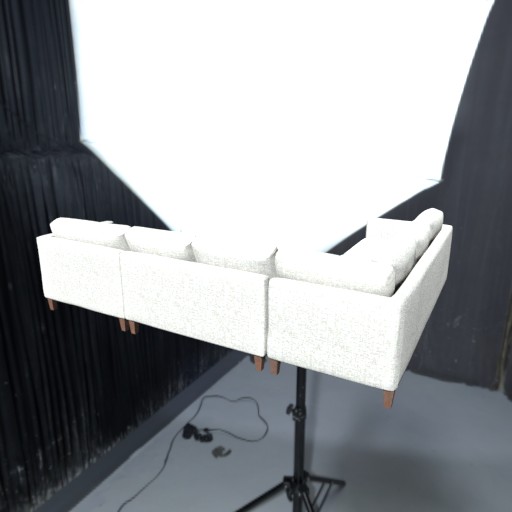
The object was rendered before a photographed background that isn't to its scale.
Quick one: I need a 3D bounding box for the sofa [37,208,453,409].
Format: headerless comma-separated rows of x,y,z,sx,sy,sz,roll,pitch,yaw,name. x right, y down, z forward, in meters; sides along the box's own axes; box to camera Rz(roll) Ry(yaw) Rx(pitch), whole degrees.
0.000,0.000,4.571,3.460,0.959,2.593,9,18,28,sofa
